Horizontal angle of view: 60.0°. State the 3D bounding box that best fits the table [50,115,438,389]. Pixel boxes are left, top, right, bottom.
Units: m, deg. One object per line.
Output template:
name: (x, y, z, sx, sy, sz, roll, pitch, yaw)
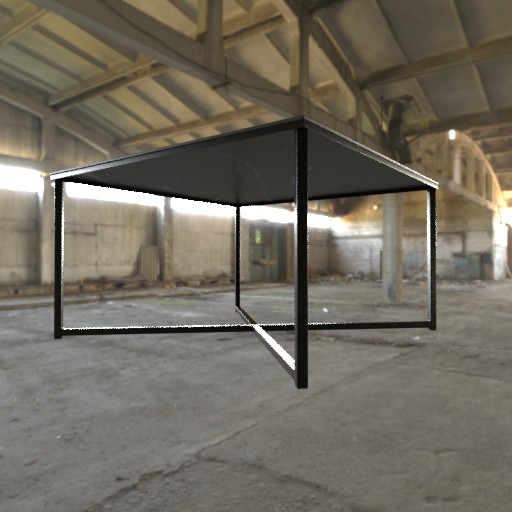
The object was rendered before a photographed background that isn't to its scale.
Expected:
table: (0.000, 0.000, 1.279, 0.800, 0.450, 0.800, 0, -1, 37)
